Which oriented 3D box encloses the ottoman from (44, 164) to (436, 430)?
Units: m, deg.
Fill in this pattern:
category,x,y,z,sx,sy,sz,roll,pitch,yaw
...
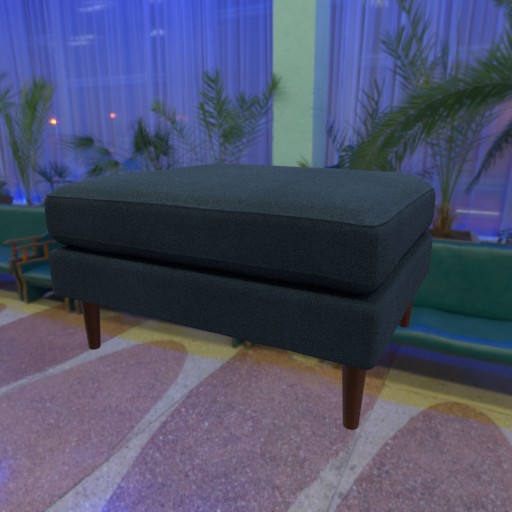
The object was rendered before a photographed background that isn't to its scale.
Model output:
category,x,y,z,sx,sy,sz,roll,pitch,yaw
ottoman,0.000,0.000,1.208,0.821,0.474,0.693,8,17,27
